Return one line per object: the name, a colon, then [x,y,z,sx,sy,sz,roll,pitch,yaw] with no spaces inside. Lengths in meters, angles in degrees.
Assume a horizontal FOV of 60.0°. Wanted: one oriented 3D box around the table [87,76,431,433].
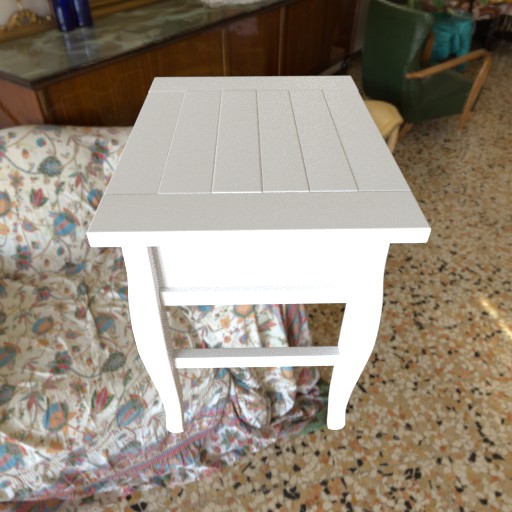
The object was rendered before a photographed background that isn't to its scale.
table: [0.000,0.000,1.012,0.463,0.605,0.599,-1,41,-1]
